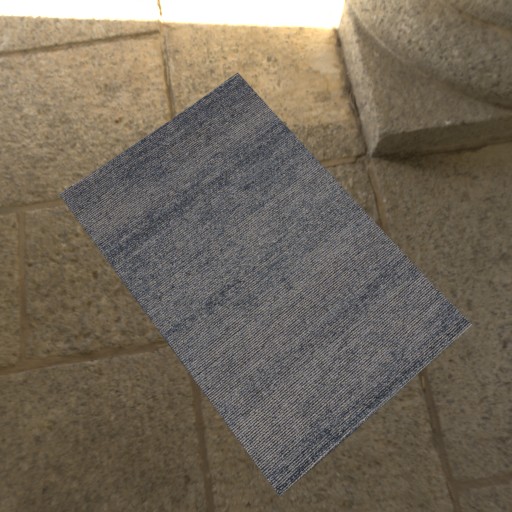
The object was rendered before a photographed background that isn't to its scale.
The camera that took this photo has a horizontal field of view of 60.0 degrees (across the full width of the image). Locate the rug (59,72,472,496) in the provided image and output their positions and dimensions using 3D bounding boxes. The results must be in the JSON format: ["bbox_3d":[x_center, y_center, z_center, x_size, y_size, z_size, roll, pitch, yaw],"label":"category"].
[{"bbox_3d":[0.000,0.000,2.104,1.135,0.010,1.740,-37,77,-10],"label":"rug"}]
